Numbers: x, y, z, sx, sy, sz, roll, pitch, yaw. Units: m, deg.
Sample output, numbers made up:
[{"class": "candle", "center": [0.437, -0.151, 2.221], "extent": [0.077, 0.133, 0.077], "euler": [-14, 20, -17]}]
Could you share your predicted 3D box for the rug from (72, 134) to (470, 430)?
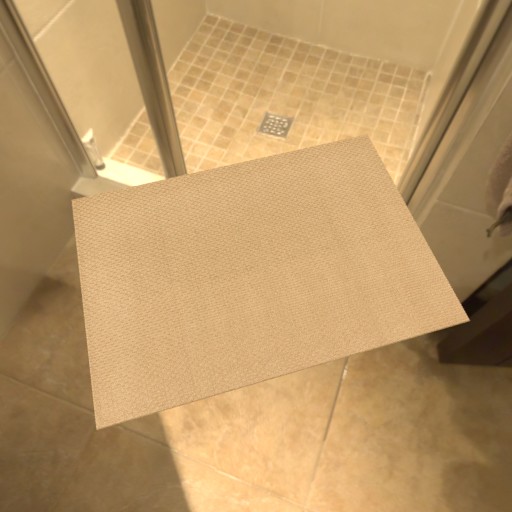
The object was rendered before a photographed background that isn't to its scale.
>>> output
[{"class": "rug", "center": [0.000, 0.000, 2.774], "extent": [2.144, 0.013, 1.509], "euler": [-14, 62, -8]}]
